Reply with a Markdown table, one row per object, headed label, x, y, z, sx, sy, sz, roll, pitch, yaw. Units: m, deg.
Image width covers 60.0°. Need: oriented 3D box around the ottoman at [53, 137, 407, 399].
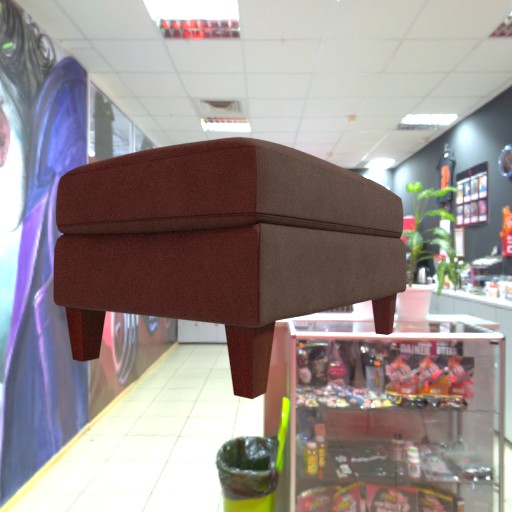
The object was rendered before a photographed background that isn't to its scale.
| label | x | y | z | sx | sy | sz | roll | pitch | yaw |
| --- | --- | --- | --- | --- | --- | --- | --- | --- | --- |
| ottoman | 0.000 | 0.000 | 1.206 | 0.584 | 0.483 | 0.864 | 0 | 0 | 34 |
